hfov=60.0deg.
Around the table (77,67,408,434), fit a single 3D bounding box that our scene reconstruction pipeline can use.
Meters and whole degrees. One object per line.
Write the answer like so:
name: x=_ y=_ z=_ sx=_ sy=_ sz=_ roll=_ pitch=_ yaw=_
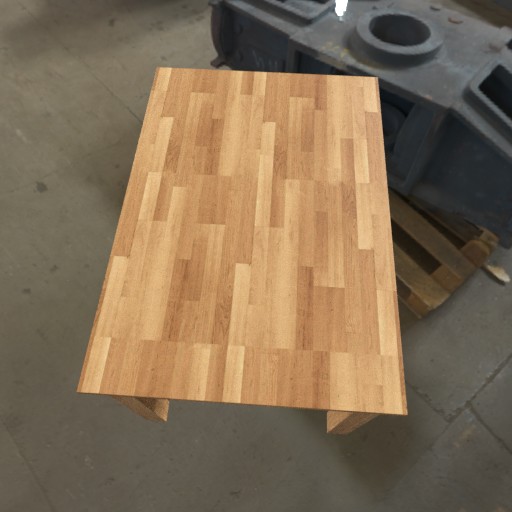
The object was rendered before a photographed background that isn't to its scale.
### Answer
table: x=0.000 y=0.000 z=1.835 sx=0.900 sy=0.750 sz=1.300 roll=3 pitch=62 yaw=2
